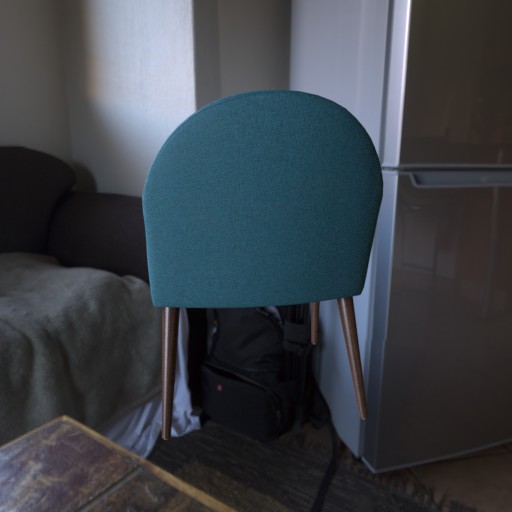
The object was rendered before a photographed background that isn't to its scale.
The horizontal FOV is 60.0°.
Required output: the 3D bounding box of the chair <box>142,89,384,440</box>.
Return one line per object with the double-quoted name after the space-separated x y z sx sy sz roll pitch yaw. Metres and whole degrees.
0.000 0.000 1.376 0.656 0.907 0.652 -2 15 -9 "chair"
